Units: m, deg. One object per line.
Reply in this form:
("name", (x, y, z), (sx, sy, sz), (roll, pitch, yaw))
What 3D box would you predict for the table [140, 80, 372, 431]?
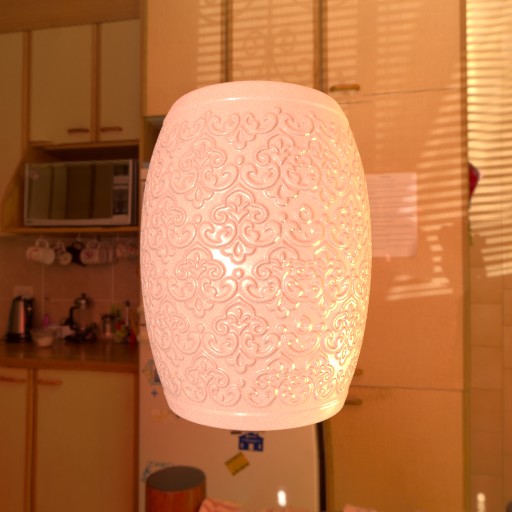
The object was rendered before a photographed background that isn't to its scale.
("table", (0.000, 0.000, 0.611), (0.309, 0.397, 0.309), (0, -1, 0))
